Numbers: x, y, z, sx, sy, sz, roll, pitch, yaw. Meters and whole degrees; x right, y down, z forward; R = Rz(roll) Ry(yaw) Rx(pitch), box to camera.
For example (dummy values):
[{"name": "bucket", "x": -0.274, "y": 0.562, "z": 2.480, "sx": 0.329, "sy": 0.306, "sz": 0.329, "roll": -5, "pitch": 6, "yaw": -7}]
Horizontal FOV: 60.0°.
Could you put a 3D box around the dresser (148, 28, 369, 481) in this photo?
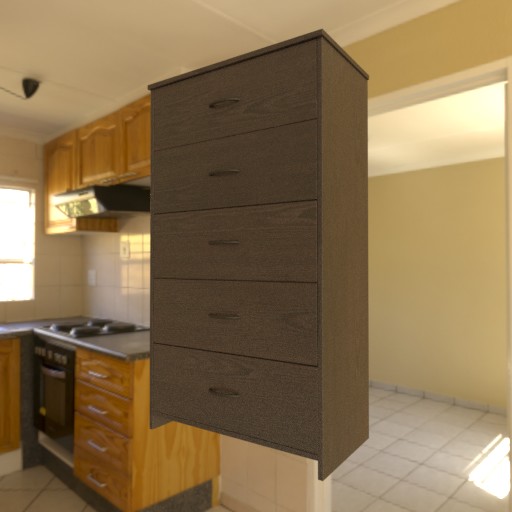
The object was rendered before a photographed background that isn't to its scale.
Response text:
[{"name": "dresser", "x": 0.000, "y": 0.000, "z": 1.576, "sx": 0.704, "sy": 1.254, "sz": 0.418, "roll": -1, "pitch": -1, "yaw": 34}]
